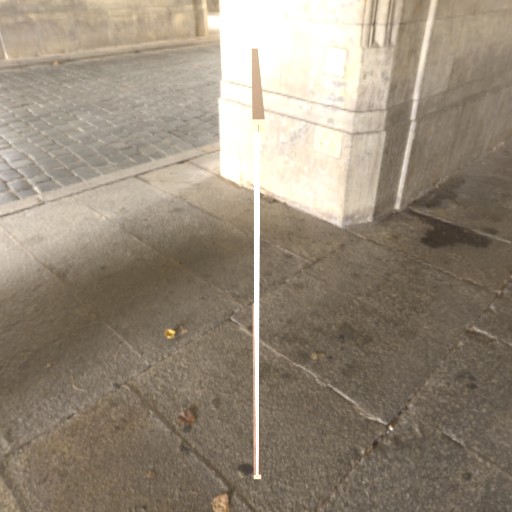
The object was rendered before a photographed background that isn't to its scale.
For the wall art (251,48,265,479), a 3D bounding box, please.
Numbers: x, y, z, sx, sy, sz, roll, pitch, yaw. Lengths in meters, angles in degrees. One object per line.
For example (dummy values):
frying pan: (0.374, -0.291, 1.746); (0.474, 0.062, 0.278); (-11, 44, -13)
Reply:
wall art: (0.000, 0.000, 0.783); (0.012, 0.608, 0.459); (0, 33, -1)
